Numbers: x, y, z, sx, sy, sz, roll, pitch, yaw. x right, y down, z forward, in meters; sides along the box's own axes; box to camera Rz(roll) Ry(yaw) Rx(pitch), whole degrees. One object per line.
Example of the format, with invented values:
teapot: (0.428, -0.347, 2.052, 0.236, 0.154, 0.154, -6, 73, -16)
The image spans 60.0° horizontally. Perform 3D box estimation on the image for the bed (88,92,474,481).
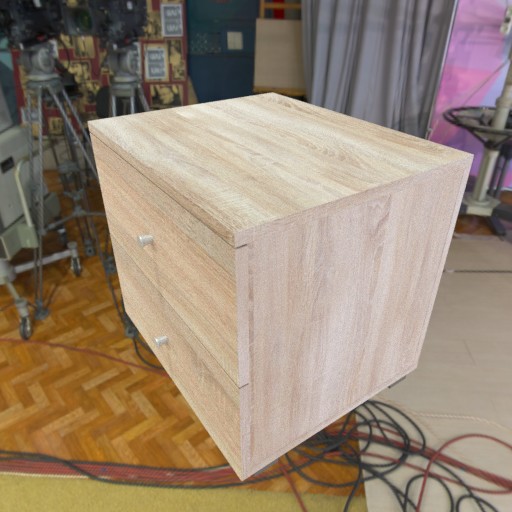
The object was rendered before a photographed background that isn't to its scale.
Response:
bed: (0.000, 0.000, 0.775, 0.401, 0.420, 0.460, -20, 37, -29)
